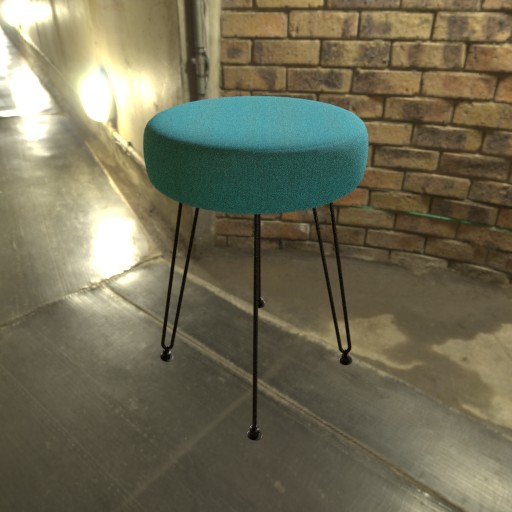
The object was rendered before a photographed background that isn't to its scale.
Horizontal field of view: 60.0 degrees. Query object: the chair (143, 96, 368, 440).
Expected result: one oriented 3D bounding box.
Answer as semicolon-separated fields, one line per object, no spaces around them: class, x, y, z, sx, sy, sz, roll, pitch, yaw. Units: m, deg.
chair;0.000;0.000;0.698;0.350;0.440;0.350;1;31;1
